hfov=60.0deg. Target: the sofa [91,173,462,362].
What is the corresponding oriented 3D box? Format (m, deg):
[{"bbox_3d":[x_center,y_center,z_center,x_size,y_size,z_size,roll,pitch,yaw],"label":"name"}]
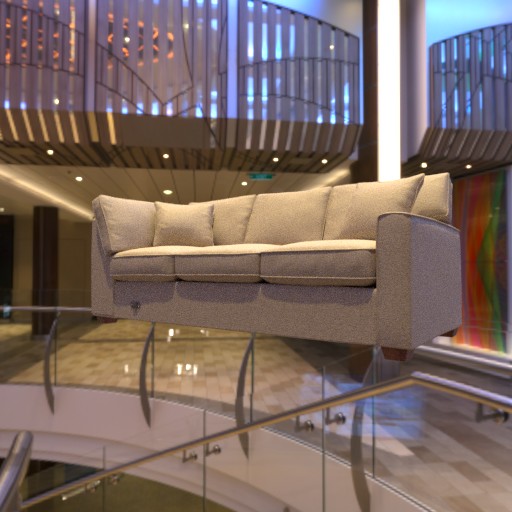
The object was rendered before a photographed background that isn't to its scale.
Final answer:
[{"bbox_3d":[0.000,0.000,2.925,2.317,0.962,1.061,-1,-2,36],"label":"sofa"}]
